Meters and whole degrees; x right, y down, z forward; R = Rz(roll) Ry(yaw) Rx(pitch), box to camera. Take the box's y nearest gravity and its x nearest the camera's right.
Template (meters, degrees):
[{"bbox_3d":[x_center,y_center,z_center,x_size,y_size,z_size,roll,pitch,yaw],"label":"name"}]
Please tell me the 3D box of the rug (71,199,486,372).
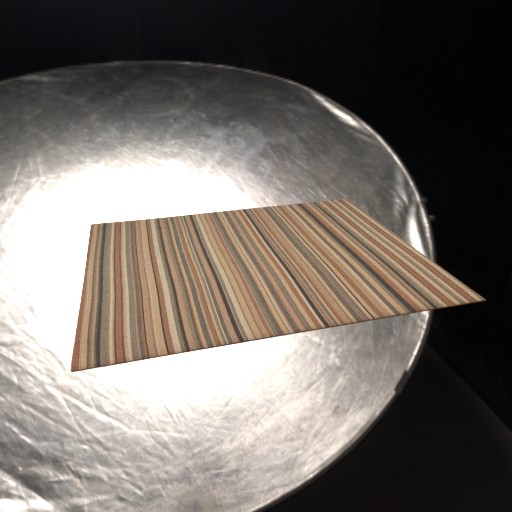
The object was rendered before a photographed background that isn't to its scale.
[{"bbox_3d":[0.000,0.000,4.123,3.045,0.011,2.436,-7,28,-14],"label":"rug"}]
